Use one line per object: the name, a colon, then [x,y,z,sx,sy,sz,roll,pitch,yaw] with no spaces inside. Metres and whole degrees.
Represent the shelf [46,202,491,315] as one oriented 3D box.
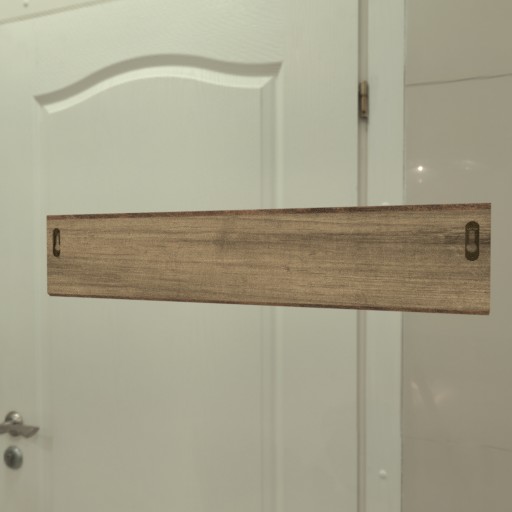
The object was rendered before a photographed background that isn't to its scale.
shelf: [0.000,0.000,0.678,0.610,0.125,0.200,0,1,18]
